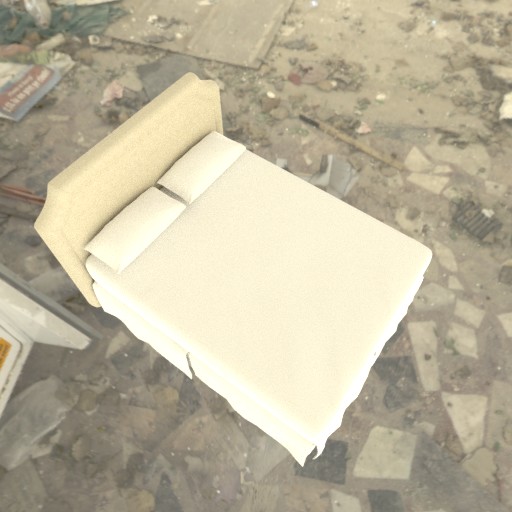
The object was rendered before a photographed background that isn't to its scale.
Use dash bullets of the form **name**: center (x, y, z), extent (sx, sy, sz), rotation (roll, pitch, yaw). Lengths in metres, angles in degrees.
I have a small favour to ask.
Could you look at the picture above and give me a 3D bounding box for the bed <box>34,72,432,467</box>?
- **bed**: center (0.000, 0.000, 3.064), extent (2.116, 1.290, 1.693), rotation (32, 64, 18)
